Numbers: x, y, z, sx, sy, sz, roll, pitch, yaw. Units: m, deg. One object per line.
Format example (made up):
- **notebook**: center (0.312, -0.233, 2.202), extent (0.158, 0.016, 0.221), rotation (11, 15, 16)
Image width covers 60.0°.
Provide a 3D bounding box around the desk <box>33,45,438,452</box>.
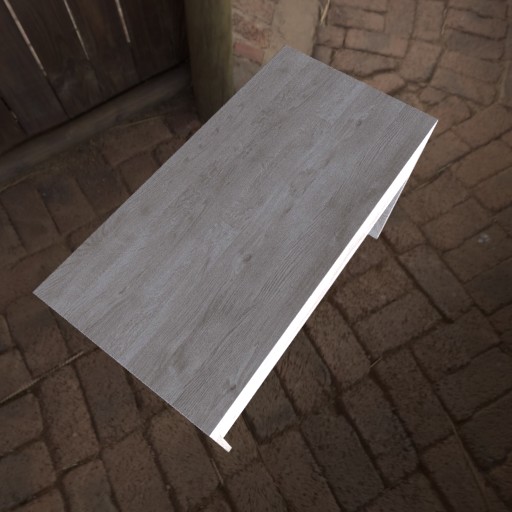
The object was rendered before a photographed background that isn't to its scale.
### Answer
- **desk**: center (0.000, 0.000, 1.542), extent (0.560, 0.730, 1.100), rotation (33, 68, 15)
